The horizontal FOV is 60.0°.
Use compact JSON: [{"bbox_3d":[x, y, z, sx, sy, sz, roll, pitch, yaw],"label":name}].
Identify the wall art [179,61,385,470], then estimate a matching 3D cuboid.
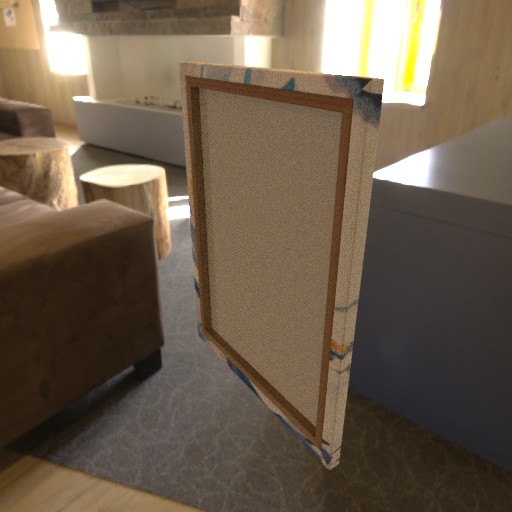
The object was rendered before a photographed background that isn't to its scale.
[{"bbox_3d":[0.000,0.000,1.295,0.038,1.015,0.761,-17,31,-31],"label":"wall art"}]
